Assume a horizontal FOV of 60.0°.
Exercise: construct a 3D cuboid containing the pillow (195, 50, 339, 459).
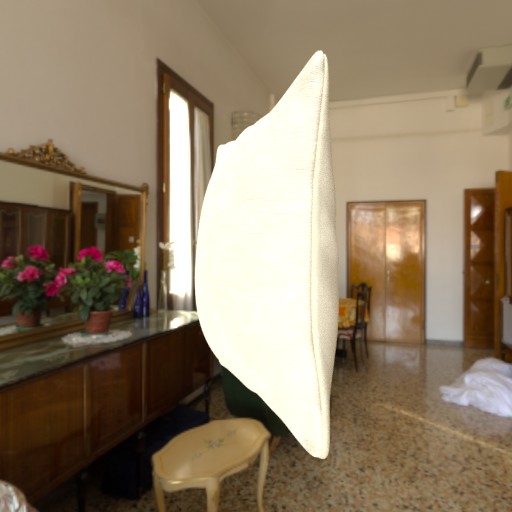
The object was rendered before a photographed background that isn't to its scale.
[{"bbox_3d":[0.000,0.000,0.651,0.162,0.420,0.437,0,1,-18],"label":"pillow"}]
